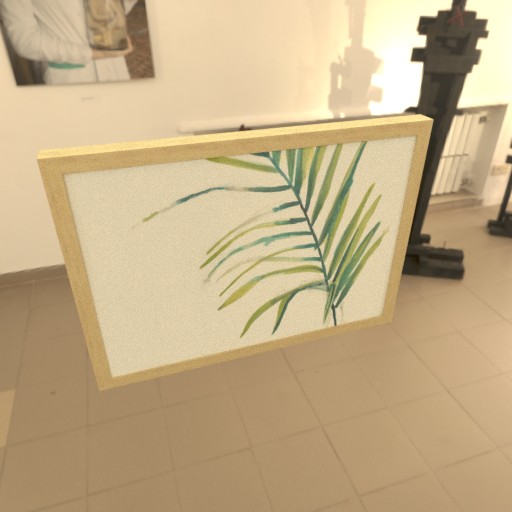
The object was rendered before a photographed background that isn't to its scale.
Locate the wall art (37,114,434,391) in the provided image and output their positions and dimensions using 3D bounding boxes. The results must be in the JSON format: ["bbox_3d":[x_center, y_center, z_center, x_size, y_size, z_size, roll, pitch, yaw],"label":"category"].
[{"bbox_3d":[0.000,0.000,0.684,0.532,0.380,0.032,-10,33,-16],"label":"wall art"}]
